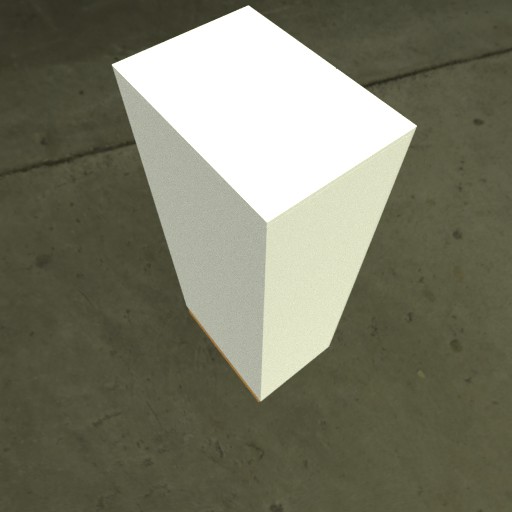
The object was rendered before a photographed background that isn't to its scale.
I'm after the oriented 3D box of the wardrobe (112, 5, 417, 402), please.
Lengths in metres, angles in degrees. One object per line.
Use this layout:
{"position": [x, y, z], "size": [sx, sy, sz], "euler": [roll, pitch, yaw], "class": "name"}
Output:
{"position": [0.000, 0.000, 2.330], "size": [0.600, 2.040, 0.860], "euler": [-34, 64, -19], "class": "wardrobe"}
